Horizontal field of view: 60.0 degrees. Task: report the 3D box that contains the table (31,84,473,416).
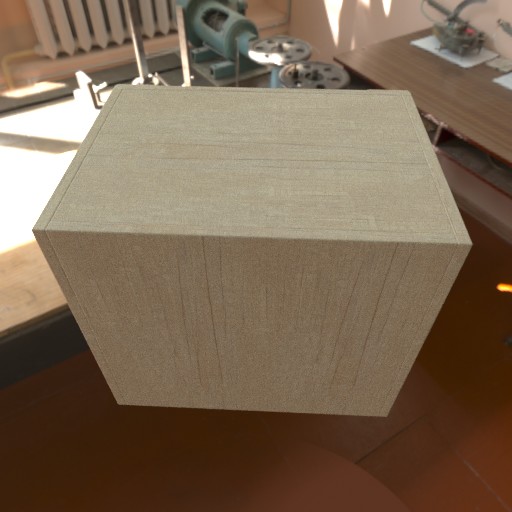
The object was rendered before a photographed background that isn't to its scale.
[{"bbox_3d":[0.000,0.000,0.898,0.570,0.510,0.420,2,46,2],"label":"table"}]
